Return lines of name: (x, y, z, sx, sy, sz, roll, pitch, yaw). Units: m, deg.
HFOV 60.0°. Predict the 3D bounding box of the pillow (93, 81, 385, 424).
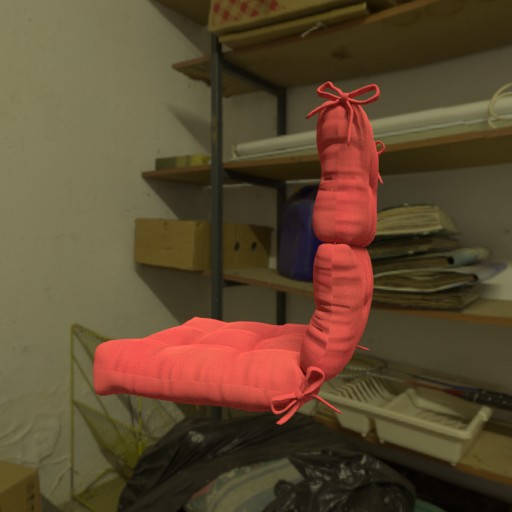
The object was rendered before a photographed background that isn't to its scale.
pillow: (0.000, 0.000, 1.027, 0.571, 0.605, 0.519, 0, 0, 18)
